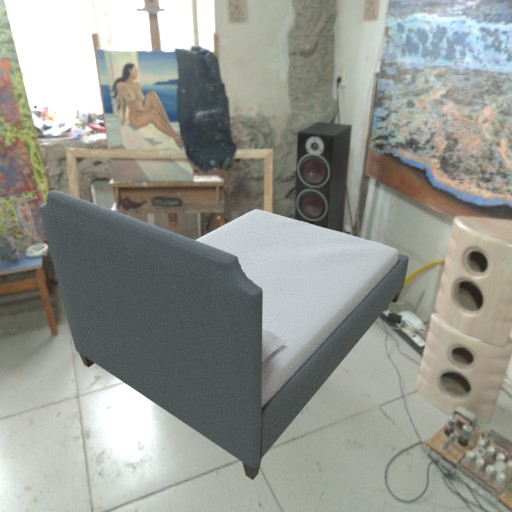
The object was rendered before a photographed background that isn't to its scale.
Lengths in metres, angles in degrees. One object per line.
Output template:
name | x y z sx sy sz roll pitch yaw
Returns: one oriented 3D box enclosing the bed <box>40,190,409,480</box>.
bed | 0.000 0.000 3.443 1.712 1.443 2.372 20 34 31
